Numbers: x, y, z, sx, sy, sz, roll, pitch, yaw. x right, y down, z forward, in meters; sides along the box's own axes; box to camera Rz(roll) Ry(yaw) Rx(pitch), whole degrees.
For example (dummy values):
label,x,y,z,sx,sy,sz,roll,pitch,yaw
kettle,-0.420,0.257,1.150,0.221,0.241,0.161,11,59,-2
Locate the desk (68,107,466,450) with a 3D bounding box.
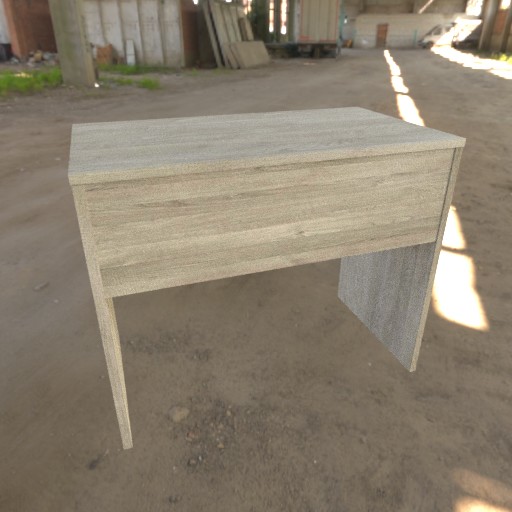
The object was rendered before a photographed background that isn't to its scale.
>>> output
label,x,y,z,sx,sy,sz,roll,pitch,yaw
desk,0.000,0.000,1.305,0.893,0.724,0.498,-9,29,-17
